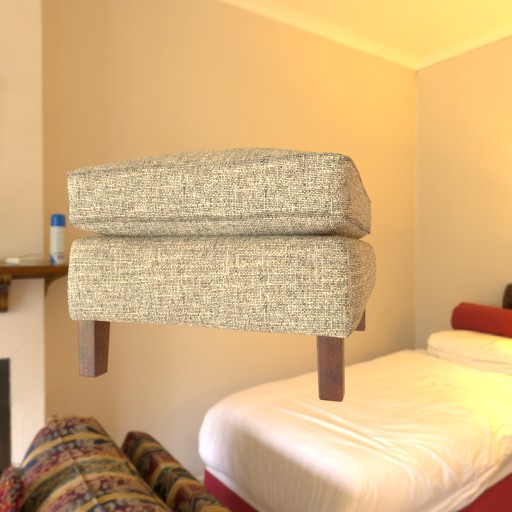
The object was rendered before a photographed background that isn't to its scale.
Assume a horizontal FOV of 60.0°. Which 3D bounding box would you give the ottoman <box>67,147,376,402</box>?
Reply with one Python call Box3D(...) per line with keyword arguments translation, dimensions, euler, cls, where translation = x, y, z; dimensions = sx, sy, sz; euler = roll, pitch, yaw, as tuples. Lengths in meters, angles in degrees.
Box3D(translation=(0.000, 0.000, 0.985), dimensions=(0.508, 0.406, 0.686), euler=(0, 1, 17), cls="ottoman")
